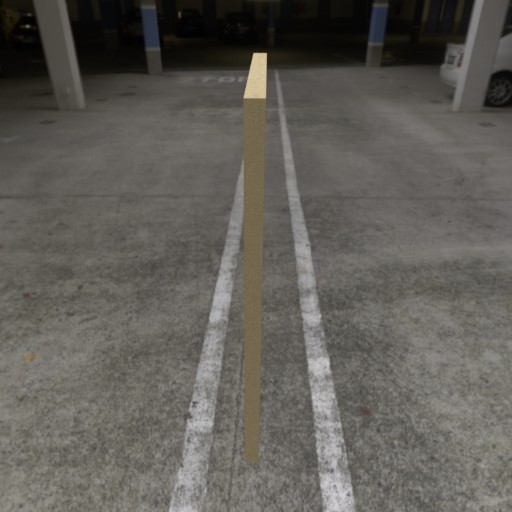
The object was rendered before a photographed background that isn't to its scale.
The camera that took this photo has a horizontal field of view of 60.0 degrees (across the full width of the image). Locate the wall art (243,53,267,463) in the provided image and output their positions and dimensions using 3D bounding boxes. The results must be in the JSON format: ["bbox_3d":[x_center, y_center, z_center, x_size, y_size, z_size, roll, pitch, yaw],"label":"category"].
[{"bbox_3d":[0.000,0.000,1.035,0.039,0.810,0.510,1,31,1],"label":"wall art"}]
